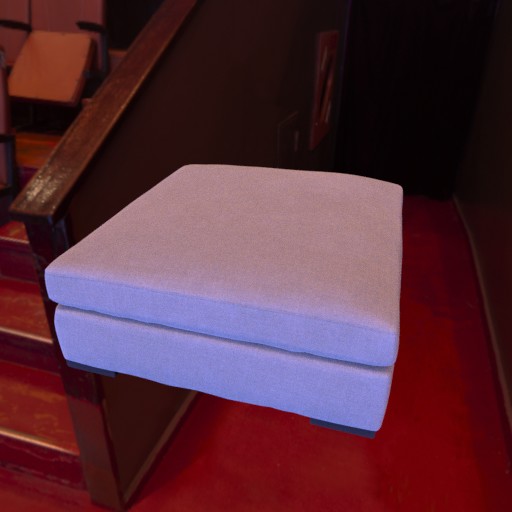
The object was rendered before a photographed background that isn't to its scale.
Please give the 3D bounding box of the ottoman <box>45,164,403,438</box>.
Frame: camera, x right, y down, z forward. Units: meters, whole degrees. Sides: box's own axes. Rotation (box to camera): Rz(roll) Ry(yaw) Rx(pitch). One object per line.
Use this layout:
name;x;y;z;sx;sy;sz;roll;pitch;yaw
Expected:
ottoman;0.000;0.000;1.865;1.171;0.517;1.203;8;31;14
